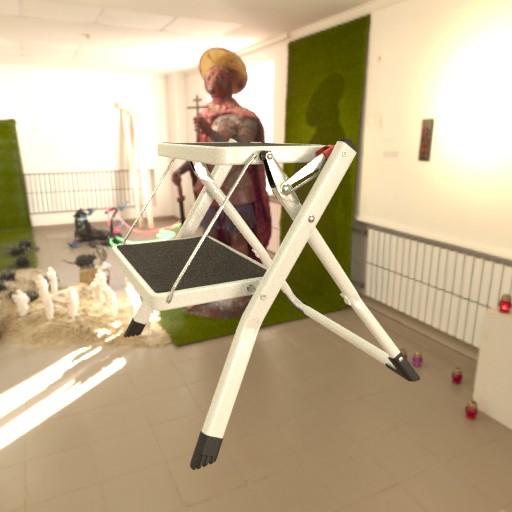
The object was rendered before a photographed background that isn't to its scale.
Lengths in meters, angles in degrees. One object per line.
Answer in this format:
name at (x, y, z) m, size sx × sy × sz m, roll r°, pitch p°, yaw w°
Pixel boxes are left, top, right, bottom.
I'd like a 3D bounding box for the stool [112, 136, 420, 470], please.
stool at (0.000, 0.000, 0.860) m, size 0.490 × 0.445 × 0.485 m, roll -8°, pitch 17°, yaw -26°
